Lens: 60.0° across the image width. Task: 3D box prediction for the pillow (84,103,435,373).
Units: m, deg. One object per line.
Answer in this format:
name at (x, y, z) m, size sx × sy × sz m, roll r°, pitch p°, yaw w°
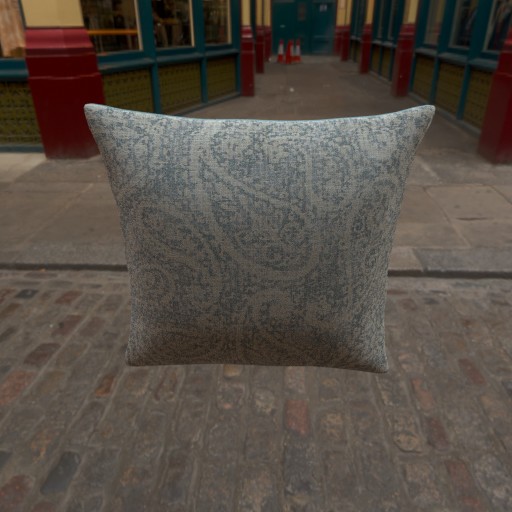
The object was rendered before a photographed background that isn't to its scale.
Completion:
pillow at (0.000, 0.000, 0.774) m, size 0.526 × 0.507 × 0.166 m, roll 1°, pitch 28°, yaw 2°
